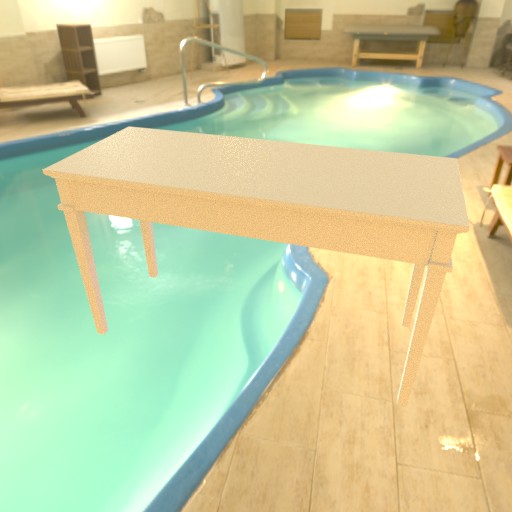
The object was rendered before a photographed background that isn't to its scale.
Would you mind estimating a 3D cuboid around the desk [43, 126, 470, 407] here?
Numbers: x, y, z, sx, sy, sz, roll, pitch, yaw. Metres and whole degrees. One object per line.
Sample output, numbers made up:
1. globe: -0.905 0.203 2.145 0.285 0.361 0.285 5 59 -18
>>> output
1. desk: 0.000 0.000 1.784 1.372 0.774 0.559 10 33 15
